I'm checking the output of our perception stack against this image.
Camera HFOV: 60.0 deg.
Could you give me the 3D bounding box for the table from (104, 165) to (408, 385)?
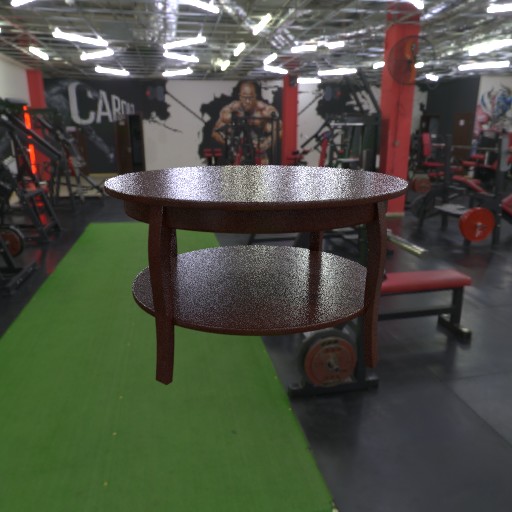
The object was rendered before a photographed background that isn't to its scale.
[{"bbox_3d":[0.000,0.000,1.467,0.911,0.512,0.911,0,16,0],"label":"table"}]
